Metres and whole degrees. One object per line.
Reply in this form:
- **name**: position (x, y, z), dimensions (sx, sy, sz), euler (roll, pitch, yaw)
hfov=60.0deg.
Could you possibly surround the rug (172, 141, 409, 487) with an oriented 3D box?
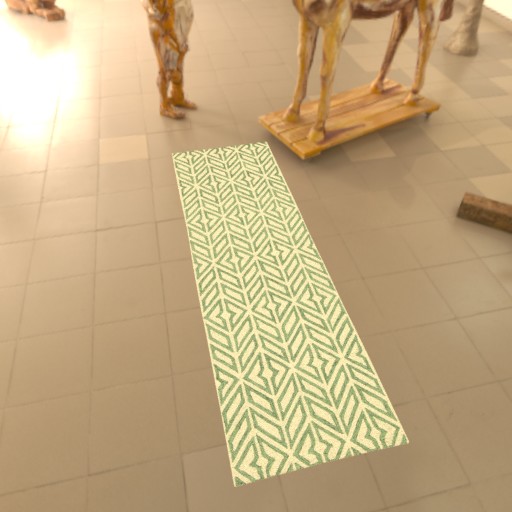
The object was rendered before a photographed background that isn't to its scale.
- **rug**: position (0.000, 0.000, 2.629), dimensions (0.750, 0.009, 2.435), euler (-10, 46, -9)
